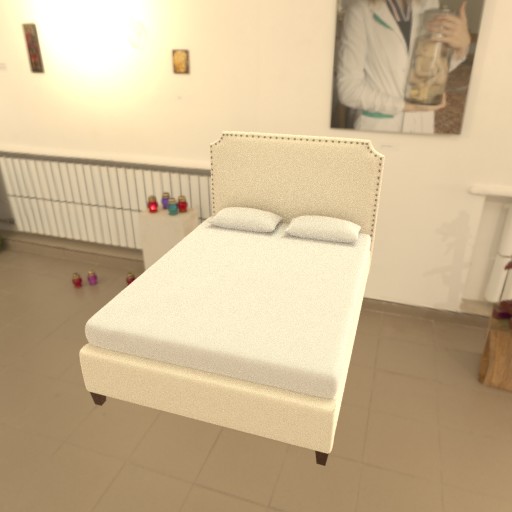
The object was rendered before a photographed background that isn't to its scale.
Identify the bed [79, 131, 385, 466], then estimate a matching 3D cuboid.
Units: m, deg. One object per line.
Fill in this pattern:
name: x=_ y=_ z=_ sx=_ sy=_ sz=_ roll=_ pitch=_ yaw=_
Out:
bed: x=0.000 y=0.000 z=3.541 sx=1.712 sy=1.497 sz=2.372 roll=8 pitch=27 yaw=16
